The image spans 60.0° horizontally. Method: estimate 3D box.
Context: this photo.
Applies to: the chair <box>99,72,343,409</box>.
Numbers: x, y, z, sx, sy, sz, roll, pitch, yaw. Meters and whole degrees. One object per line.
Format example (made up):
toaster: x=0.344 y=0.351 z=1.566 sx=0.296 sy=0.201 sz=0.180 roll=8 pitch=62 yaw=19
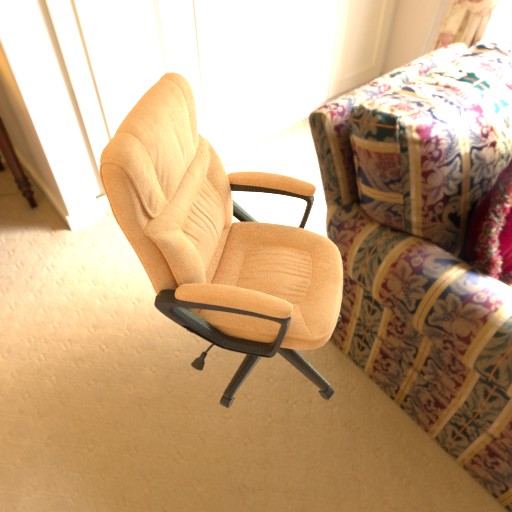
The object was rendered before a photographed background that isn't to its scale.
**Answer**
chair: x=0.000 y=0.000 z=1.566 sx=0.724 sy=1.105 sz=0.667 roll=9 pitch=47 yaw=8
